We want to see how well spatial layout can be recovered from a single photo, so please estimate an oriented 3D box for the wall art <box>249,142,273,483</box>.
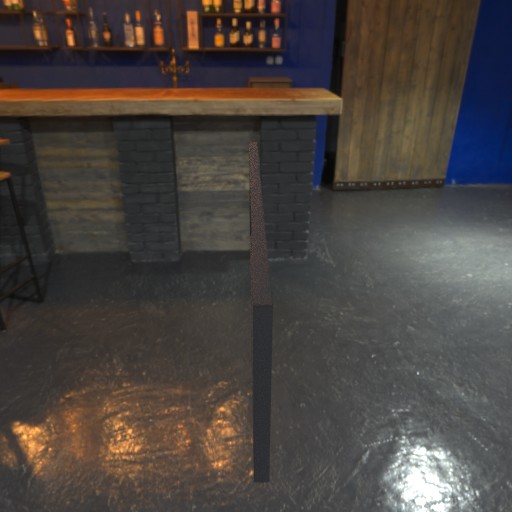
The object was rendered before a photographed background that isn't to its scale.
[{"bbox_3d":[0.000,0.000,1.751,0.041,0.554,1.572,0,27,-1],"label":"wall art"}]
